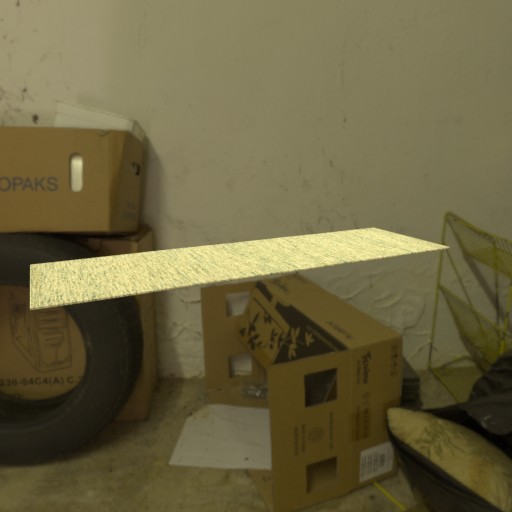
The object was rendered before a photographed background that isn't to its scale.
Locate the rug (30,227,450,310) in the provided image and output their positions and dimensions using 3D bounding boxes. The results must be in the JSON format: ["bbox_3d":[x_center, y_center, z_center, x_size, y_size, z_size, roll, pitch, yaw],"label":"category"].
[{"bbox_3d":[0.000,0.000,2.506,2.290,0.014,0.700,-7,16,-25],"label":"rug"}]
